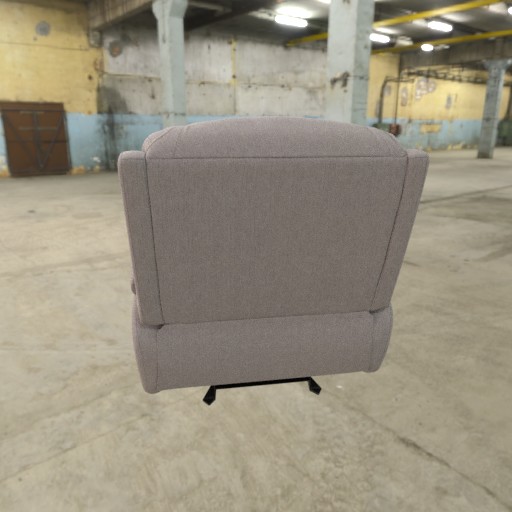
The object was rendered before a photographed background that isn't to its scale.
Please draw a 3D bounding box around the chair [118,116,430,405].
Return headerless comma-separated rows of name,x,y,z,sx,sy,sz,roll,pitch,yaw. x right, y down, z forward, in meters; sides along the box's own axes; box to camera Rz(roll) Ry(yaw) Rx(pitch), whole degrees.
chair,0.000,0.000,1.715,0.930,1.011,0.899,-3,16,-9
